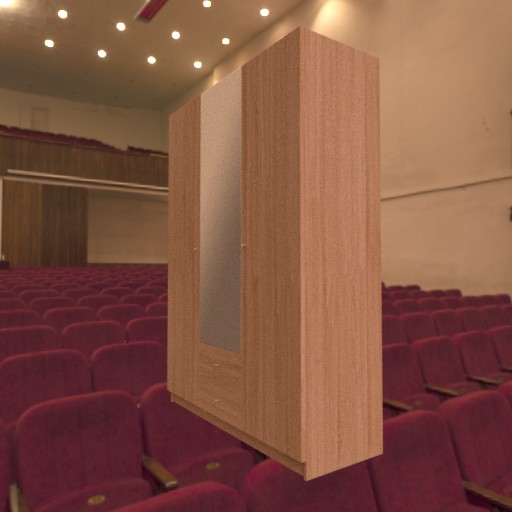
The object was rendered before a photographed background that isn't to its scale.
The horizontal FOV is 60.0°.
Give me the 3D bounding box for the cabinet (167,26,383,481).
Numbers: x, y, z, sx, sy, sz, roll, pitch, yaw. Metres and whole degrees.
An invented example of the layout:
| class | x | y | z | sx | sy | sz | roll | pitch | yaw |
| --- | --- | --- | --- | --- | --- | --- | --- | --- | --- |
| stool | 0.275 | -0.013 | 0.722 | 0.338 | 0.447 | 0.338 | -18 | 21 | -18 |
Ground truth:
| class | x | y | z | sx | sy | sz | roll | pitch | yaw |
| --- | --- | --- | --- | --- | --- | --- | --- | --- | --- |
| cabinet | 0.000 | 0.000 | 2.820 | 0.590 | 2.120 | 1.500 | 1 | -2 | -35 |
